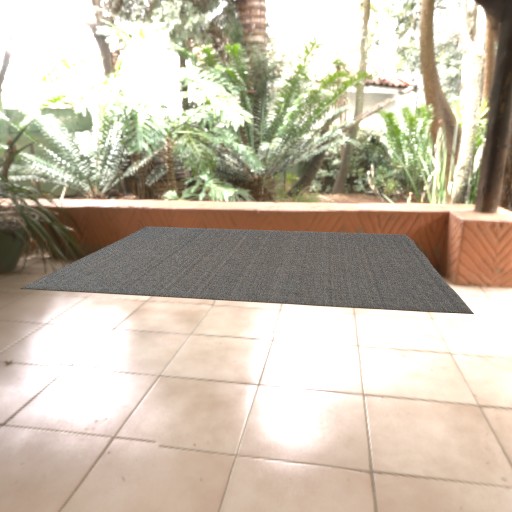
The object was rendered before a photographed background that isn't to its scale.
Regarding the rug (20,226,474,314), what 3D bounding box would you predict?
[{"bbox_3d":[0.000,0.000,4.230,3.200,0.007,2.443,2,15,9],"label":"rug"}]
